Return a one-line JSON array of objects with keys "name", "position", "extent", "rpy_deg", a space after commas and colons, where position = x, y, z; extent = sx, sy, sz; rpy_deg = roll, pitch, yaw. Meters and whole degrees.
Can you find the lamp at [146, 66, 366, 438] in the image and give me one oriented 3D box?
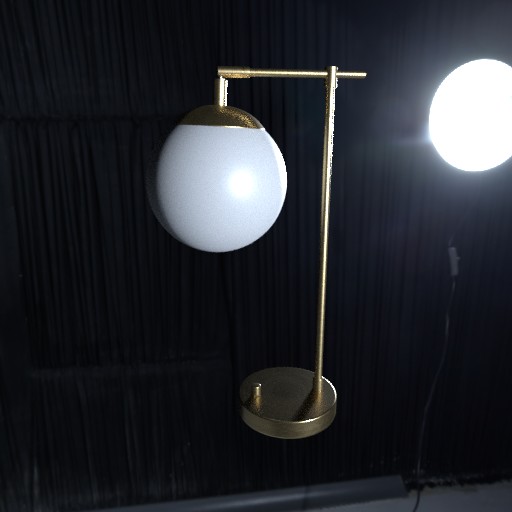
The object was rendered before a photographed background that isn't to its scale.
[{"name": "lamp", "position": [0.000, 0.000, 0.701], "extent": [0.324, 0.559, 0.207], "rpy_deg": [-2, 16, -9]}]
